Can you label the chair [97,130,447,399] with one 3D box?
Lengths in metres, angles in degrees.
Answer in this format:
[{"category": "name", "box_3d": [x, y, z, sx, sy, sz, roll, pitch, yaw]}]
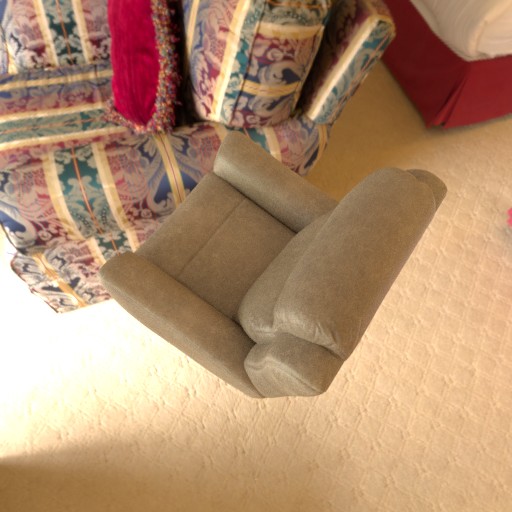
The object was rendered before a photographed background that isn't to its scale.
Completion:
[{"category": "chair", "box_3d": [0.000, 0.000, 1.910, 1.068, 1.116, 0.965, 32, 68, 15]}]
